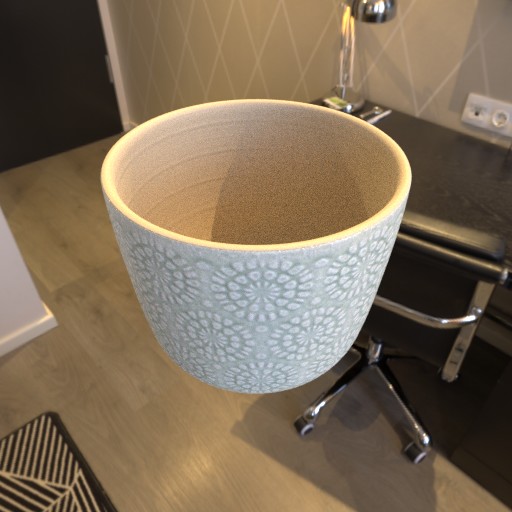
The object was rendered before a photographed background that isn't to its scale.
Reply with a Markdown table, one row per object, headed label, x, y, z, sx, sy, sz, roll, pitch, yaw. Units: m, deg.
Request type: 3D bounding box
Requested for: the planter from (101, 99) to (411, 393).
| label | x | y | z | sx | sy | sz | roll | pitch | yaw |
| --- | --- | --- | --- | --- | --- | --- | --- | --- | --- |
| planter | 0.000 | 0.000 | 0.217 | 0.124 | 0.109 | 0.124 | 0 | 40 | 0 |
